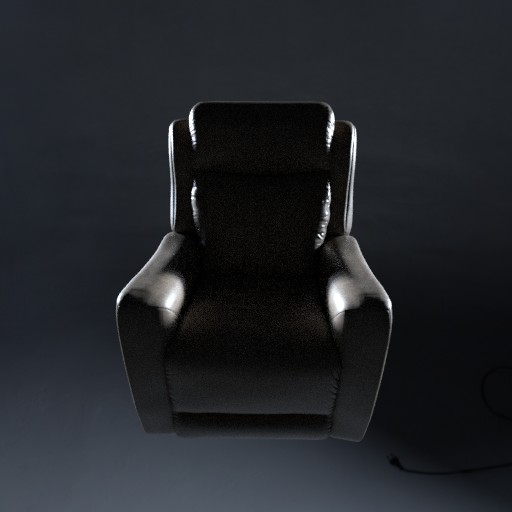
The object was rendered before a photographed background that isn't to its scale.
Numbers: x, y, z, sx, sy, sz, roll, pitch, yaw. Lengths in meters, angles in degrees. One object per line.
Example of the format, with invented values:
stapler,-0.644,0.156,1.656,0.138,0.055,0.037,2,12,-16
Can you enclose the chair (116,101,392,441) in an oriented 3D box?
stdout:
chair,0.000,0.000,1.913,0.967,1.116,1.068,1,30,2
